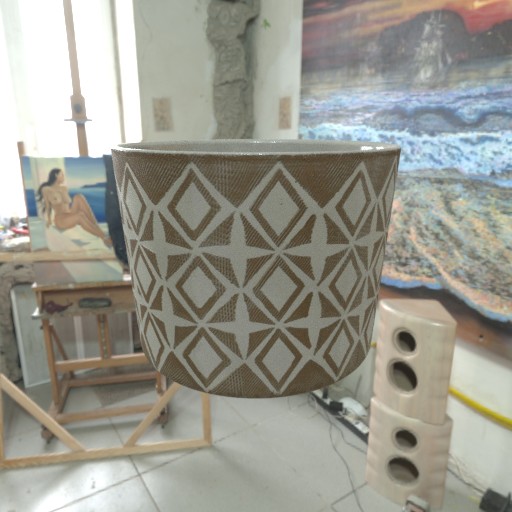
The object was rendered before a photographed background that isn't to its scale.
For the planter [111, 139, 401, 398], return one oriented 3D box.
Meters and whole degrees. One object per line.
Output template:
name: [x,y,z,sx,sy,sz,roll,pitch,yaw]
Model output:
planter: [0.000,0.000,0.447,0.260,0.220,0.260,0,17,0]
